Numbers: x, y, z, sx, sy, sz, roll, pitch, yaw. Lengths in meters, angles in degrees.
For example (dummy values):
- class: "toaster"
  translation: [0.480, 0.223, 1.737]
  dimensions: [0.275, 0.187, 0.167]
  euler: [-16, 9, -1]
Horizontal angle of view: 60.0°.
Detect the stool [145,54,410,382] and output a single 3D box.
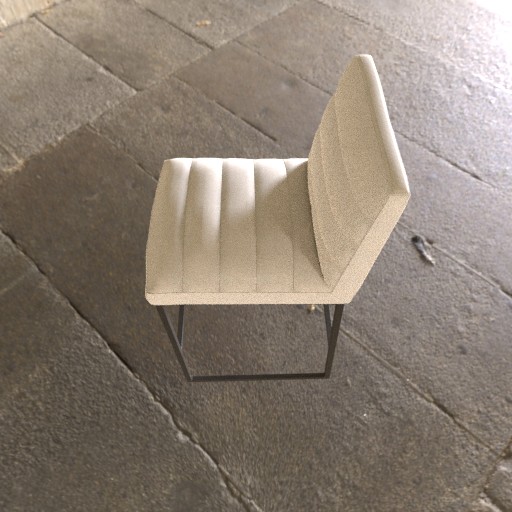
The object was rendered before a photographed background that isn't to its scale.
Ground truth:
- class: "stool"
  translation: [0.000, 0.000, 1.353]
  dimensions: [0.573, 1.061, 0.464]
  euler: [-1, 57, -1]
